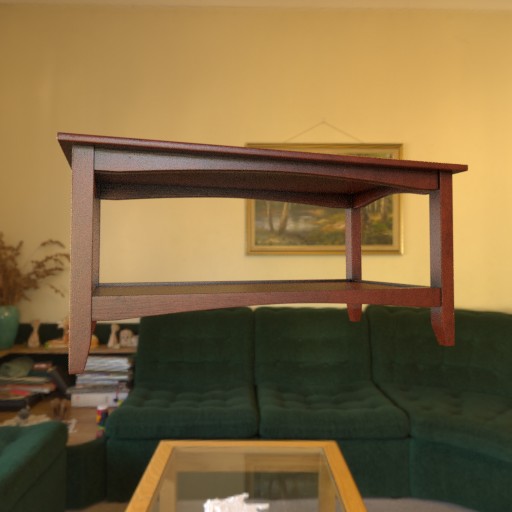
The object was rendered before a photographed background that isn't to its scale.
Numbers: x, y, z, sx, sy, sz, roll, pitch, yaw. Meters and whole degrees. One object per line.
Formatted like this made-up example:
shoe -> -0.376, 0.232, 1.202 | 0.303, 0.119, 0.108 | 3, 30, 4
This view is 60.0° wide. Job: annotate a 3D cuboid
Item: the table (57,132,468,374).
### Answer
table -> 0.000, 0.000, 1.213 | 0.943, 0.456, 0.533 | 0, 0, -18
